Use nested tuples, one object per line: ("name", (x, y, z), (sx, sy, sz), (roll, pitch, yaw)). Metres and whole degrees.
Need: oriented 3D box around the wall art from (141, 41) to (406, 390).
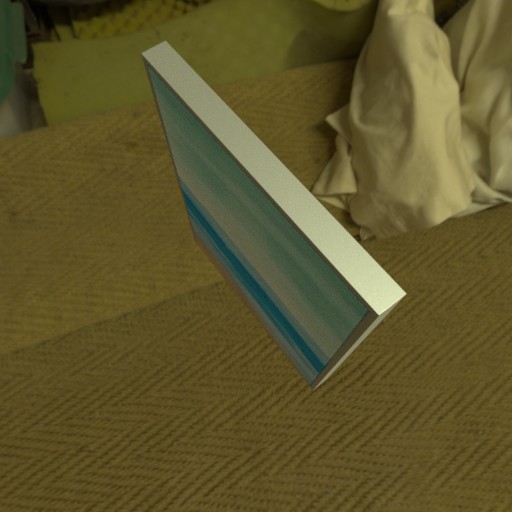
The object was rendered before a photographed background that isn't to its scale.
("wall art", (0.000, 0.000, 0.761), (0.039, 0.553, 0.445), (-35, 70, -14))
